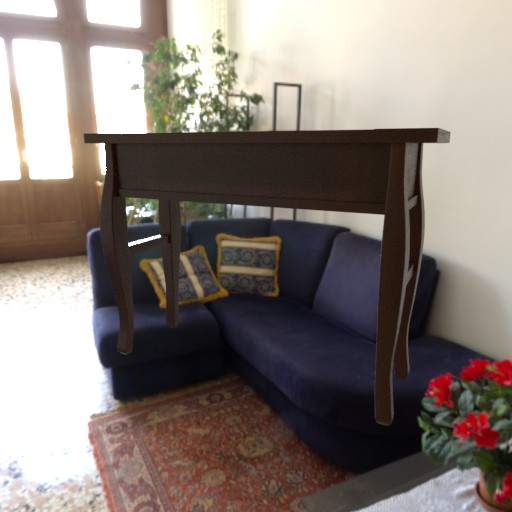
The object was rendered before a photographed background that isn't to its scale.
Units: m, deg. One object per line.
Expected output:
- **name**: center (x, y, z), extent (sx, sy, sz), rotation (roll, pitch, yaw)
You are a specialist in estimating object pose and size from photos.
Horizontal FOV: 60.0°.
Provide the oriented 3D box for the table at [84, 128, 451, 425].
- **table**: center (0.000, 0.000, 1.434), extent (1.062, 0.768, 0.373), rotation (7, 16, 26)
